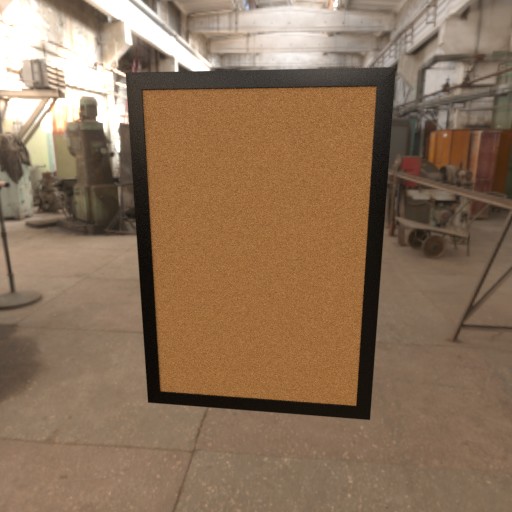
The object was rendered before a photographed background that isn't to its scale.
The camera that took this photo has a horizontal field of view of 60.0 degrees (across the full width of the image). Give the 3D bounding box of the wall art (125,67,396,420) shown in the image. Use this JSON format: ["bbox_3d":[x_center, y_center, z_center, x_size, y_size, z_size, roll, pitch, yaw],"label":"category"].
[{"bbox_3d":[0.000,0.000,0.842,0.462,0.656,0.019,2,15,7],"label":"wall art"}]
